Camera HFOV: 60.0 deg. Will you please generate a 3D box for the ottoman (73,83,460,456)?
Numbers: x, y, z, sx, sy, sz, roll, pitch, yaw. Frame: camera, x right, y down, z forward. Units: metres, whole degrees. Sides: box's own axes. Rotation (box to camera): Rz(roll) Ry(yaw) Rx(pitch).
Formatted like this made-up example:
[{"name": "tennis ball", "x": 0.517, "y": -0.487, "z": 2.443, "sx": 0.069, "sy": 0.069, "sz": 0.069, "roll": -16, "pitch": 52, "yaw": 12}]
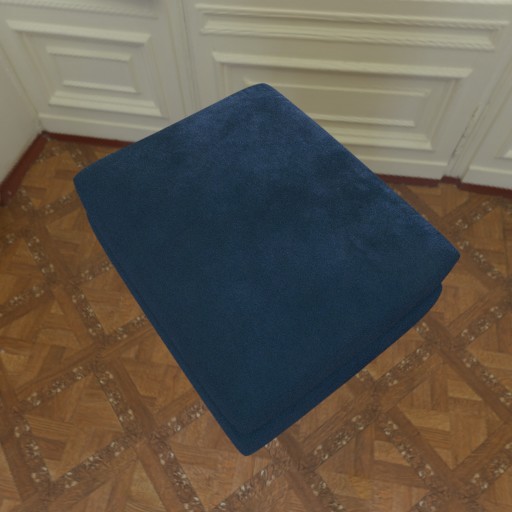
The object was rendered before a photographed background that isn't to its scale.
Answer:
[{"name": "ottoman", "x": 0.000, "y": 0.000, "z": 1.217, "sx": 0.655, "sy": 0.485, "sz": 0.794, "roll": -33, "pitch": 65, "yaw": -18}]
